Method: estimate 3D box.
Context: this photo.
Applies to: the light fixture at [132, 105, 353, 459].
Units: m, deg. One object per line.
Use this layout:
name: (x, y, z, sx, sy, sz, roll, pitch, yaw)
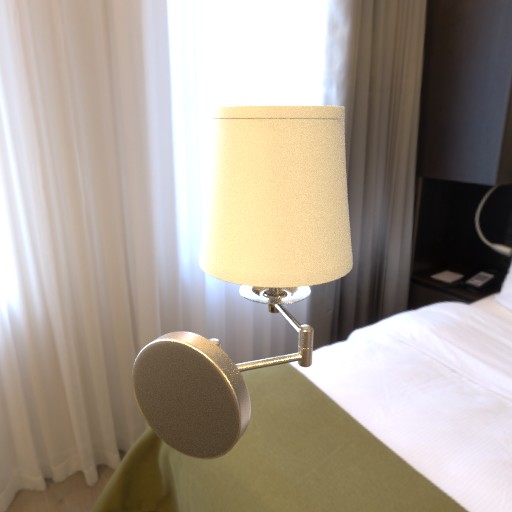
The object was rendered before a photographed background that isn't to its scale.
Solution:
light fixture: (0.000, 0.000, 0.594, 0.223, 0.381, 0.348, 9, 19, 26)
